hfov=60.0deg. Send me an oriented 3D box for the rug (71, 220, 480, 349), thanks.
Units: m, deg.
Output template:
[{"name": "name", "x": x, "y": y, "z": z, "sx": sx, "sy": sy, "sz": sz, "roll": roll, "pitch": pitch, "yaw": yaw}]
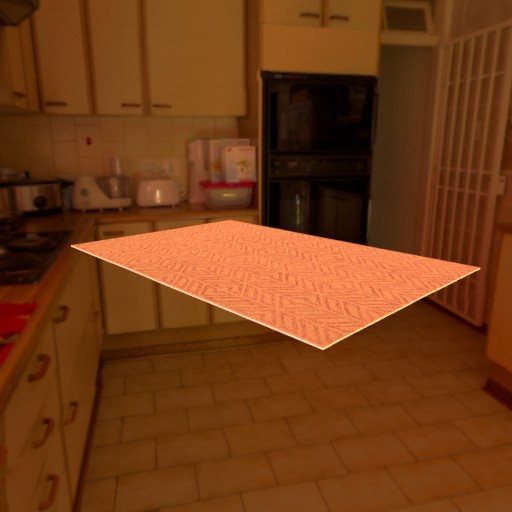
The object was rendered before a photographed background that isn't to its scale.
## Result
[{"name": "rug", "x": 0.000, "y": 0.000, "z": 2.344, "sx": 1.220, "sy": 0.007, "sz": 1.828, "roll": -14, "pitch": 20, "yaw": -42}]
